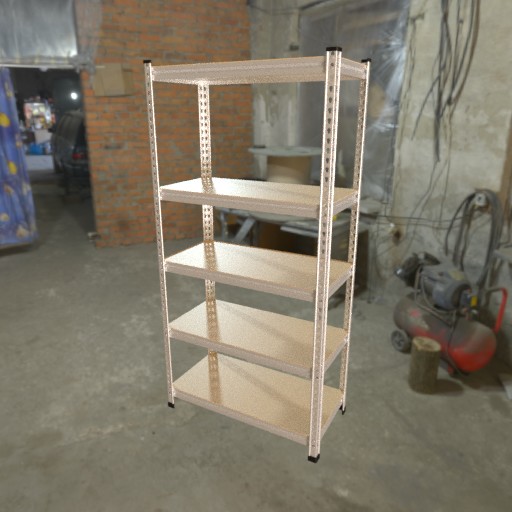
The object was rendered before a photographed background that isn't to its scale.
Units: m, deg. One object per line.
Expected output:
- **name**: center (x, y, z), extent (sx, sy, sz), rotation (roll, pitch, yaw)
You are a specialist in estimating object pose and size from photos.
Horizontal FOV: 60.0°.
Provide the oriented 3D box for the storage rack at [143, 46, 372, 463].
- **storage rack**: center (0.000, 0.000, 2.247), extent (0.914, 1.829, 0.457), rotation (10, 20, 27)
